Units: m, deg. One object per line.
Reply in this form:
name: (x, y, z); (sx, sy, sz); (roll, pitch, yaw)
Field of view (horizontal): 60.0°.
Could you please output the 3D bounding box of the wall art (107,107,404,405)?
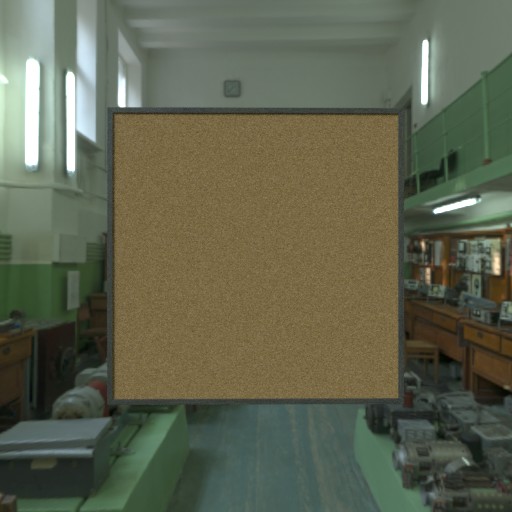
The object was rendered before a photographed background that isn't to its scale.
wall art: (0.000, 0.000, 0.776); (0.507, 0.507, 0.037); (0, 0, -1)
